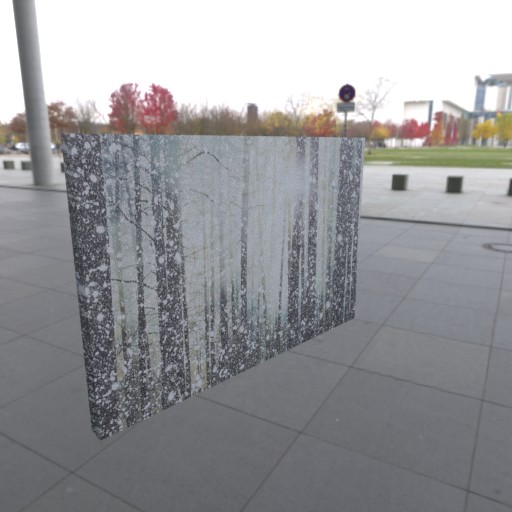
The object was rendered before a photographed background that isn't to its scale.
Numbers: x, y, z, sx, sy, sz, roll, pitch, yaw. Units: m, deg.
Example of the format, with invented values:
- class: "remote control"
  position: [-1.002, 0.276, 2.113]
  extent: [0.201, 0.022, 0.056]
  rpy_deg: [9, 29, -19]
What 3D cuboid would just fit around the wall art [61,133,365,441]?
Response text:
- class: "wall art"
  position: [0.000, 0.000, 1.146]
  extent: [0.919, 0.598, 0.038]
  rpy_deg: [-14, 20, -43]
